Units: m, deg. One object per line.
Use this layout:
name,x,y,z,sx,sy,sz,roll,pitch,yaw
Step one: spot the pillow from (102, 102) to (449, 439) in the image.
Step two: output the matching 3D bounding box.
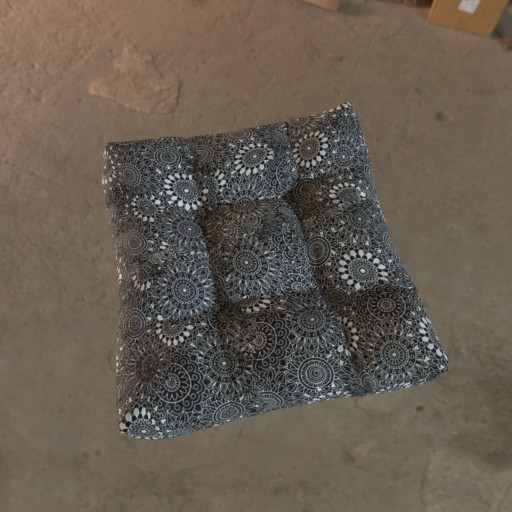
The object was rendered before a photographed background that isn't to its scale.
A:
pillow,0.000,0.000,0.718,0.468,0.128,0.490,-10,66,-5
